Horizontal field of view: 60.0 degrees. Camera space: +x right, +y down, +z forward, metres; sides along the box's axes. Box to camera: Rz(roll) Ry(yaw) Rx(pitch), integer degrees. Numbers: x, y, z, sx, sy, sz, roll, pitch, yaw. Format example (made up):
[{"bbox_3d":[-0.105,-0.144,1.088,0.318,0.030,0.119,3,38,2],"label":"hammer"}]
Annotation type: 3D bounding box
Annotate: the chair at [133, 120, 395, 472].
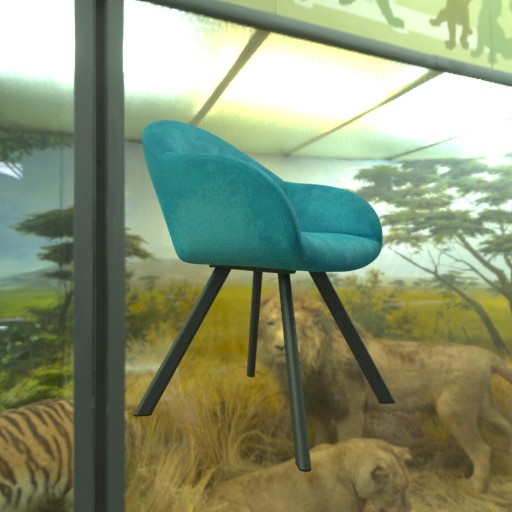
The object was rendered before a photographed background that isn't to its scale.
[{"bbox_3d":[0.000,0.000,1.183,0.590,0.795,0.550,0,0,36],"label":"chair"}]
